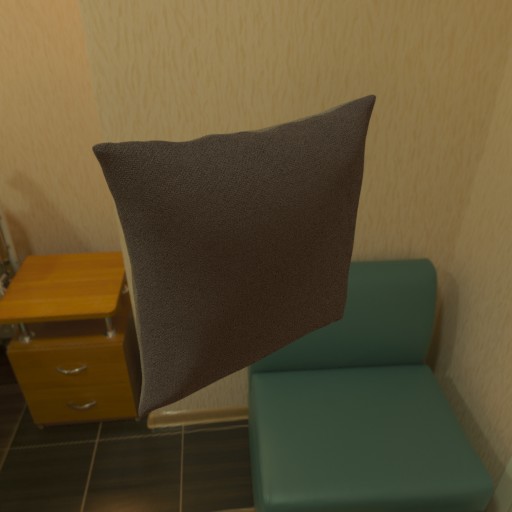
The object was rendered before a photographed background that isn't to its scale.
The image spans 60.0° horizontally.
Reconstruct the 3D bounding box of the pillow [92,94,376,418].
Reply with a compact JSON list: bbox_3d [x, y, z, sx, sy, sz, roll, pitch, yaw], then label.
[{"bbox_3d":[0.000,0.000,0.697,0.452,0.439,0.204,-20,36,-30],"label":"pillow"}]
